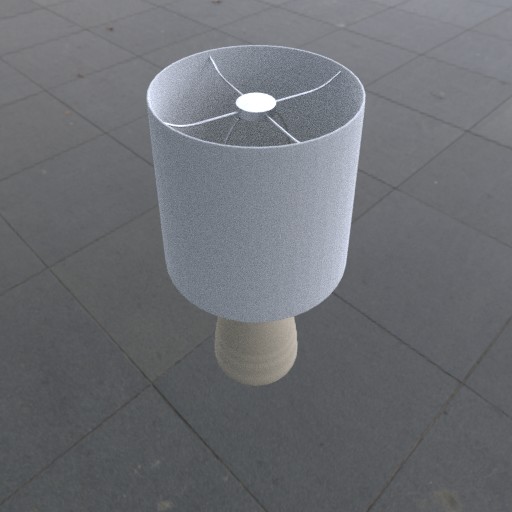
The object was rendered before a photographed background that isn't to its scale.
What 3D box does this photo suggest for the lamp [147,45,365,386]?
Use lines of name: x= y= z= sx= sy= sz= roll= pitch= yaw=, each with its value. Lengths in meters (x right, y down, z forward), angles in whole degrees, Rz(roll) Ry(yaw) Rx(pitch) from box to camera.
lamp: x=0.000 y=0.000 z=0.469 sx=0.186 sy=0.369 sz=0.186 roll=0 pitch=46 yaw=0
